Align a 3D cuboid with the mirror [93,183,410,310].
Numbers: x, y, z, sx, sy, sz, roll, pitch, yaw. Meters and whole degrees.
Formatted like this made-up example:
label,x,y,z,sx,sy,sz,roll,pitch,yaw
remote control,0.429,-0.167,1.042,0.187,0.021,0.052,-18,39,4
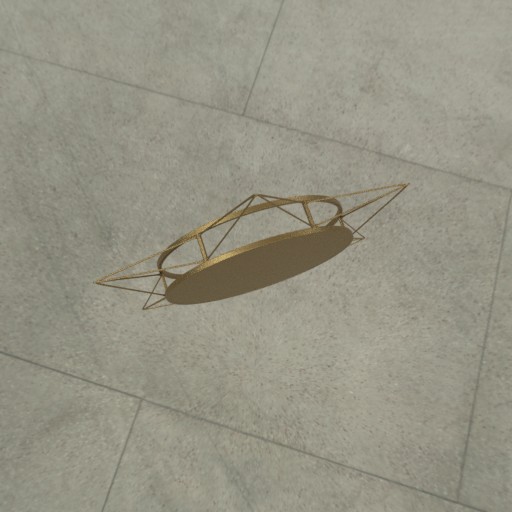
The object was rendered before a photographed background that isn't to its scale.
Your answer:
label,x,y,z,sx,sy,sz,roll,pitch,yaw
mirror,0.000,0.000,0.802,0.498,0.581,0.062,-18,76,-4
